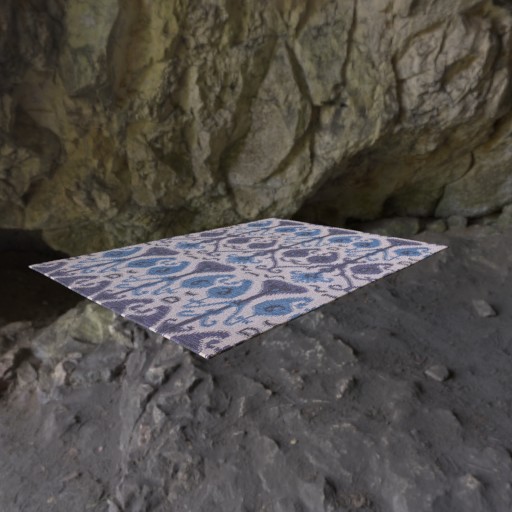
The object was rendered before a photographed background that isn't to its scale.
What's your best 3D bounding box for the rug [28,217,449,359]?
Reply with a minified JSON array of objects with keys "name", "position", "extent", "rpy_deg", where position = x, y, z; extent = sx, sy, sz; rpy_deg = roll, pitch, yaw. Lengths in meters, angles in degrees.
[{"name":"rug","position":[0.000,0.000,2.917],"extent":[1.676,0.013,2.261],"rpy_deg":[14,21,42]}]
